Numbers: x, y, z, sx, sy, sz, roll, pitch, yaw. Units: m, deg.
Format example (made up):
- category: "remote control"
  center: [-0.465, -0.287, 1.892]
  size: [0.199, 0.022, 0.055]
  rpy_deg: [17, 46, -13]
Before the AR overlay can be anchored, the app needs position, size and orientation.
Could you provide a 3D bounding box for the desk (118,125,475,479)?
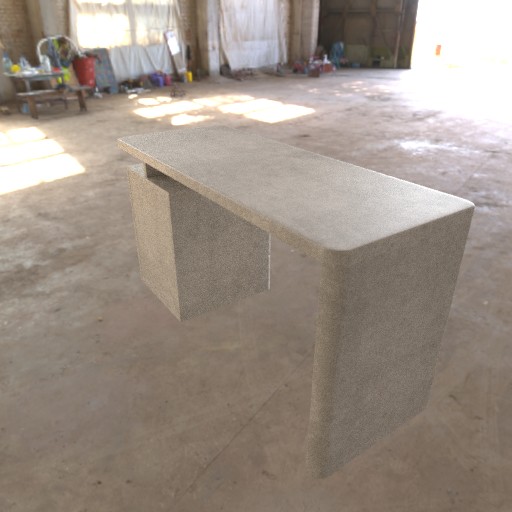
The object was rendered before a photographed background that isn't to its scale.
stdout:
- category: "desk"
  center: [0.000, 0.000, 1.772]
  size: [0.550, 0.755, 1.400]
  rpy_deg: [-18, 32, -31]
